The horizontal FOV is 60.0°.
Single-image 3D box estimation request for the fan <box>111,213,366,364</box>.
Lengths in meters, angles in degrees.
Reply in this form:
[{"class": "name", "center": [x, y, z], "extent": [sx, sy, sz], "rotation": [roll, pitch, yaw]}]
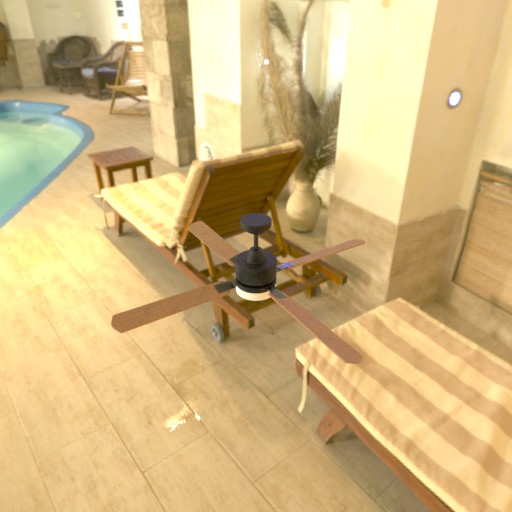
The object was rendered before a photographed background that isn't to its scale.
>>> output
[{"class": "fan", "center": [0.000, 0.000, 1.964], "extent": [1.320, 0.355, 1.320], "rotation": [-18, 34, -28]}]
